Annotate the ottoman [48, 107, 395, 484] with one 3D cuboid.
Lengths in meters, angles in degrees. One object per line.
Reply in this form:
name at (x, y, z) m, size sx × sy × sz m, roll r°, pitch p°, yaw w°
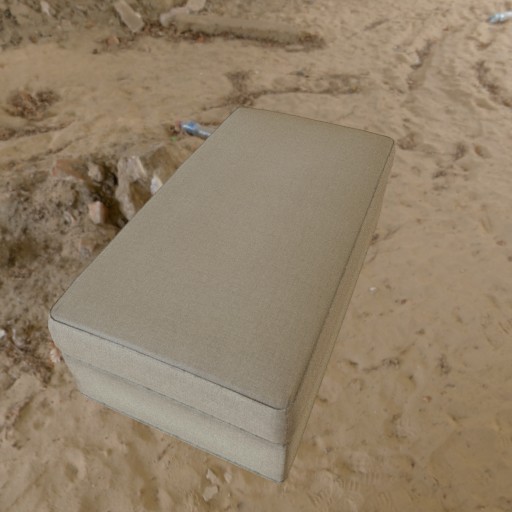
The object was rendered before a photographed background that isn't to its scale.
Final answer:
ottoman at (0.000, 0.000, 1.392) m, size 0.617 × 0.461 × 1.097 m, roll 17°, pitch 48°, yaw 16°
